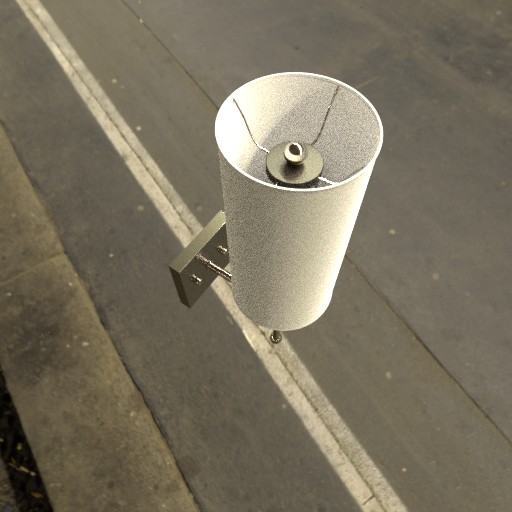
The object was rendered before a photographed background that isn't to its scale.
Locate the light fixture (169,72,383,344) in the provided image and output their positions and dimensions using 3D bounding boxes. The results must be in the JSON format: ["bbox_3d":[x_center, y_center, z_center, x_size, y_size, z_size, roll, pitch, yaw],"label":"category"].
[{"bbox_3d":[0.000,0.000,0.549,0.208,0.462,0.128,31,64,17],"label":"light fixture"}]
